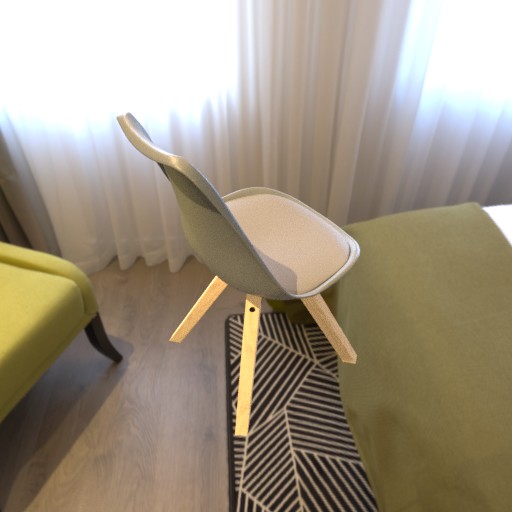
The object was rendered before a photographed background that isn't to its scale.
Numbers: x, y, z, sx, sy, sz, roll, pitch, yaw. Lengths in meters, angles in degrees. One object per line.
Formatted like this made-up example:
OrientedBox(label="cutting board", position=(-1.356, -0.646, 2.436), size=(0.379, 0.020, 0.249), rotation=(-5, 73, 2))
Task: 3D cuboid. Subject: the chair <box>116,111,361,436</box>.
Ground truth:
OrientedBox(label="chair", position=(0.000, 0.000, 1.219), size=(0.550, 0.850, 0.485), rotation=(-24, 46, -26))
